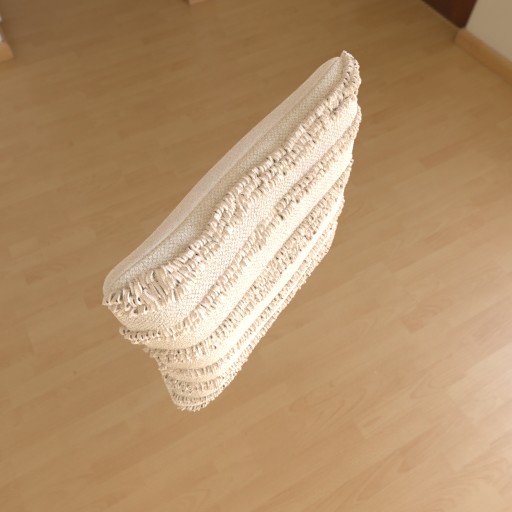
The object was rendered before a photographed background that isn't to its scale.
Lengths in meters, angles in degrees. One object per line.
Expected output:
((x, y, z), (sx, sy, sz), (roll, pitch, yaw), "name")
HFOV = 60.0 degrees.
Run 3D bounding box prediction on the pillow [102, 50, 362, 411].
((0.000, 0.000, 0.644), (0.145, 0.427, 0.437), (31, 64, 17), "pillow")
